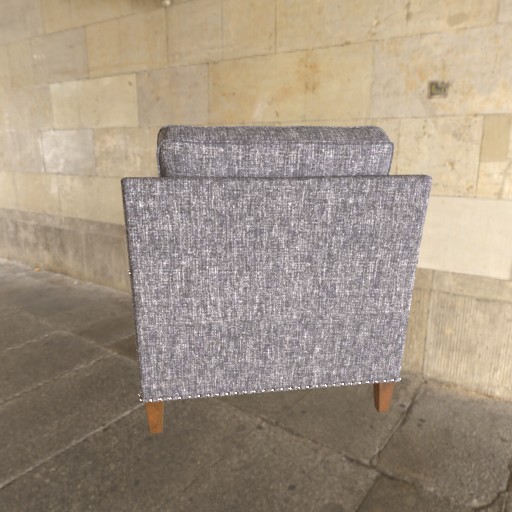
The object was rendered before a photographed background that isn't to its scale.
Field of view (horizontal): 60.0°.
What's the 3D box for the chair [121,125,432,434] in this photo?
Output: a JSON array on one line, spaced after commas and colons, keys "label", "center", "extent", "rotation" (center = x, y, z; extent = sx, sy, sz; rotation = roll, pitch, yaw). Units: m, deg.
[{"label": "chair", "center": [0.000, 0.000, 1.726], "extent": [0.853, 0.943, 1.014], "rotation": [-2, 14, -9]}]
